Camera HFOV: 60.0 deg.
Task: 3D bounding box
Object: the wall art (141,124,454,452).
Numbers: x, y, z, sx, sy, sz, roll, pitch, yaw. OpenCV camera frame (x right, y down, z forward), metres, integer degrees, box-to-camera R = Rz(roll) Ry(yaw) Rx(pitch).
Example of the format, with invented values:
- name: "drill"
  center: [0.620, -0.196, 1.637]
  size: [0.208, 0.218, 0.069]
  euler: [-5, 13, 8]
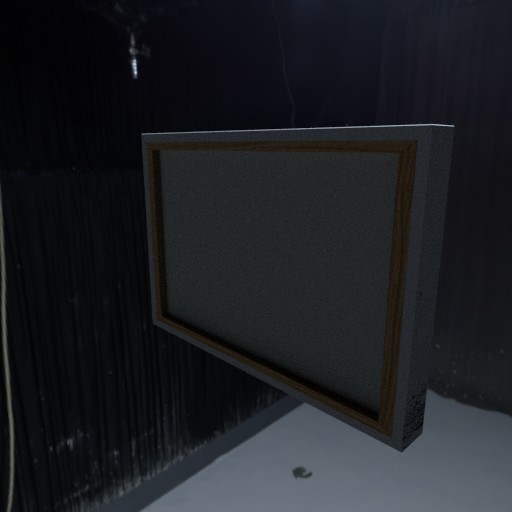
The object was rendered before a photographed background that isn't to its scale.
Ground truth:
- name: "wall art"
  center: [0.000, 0.000, 0.478]
  size: [0.038, 0.259, 0.381]
  euler: [-13, 19, -43]
